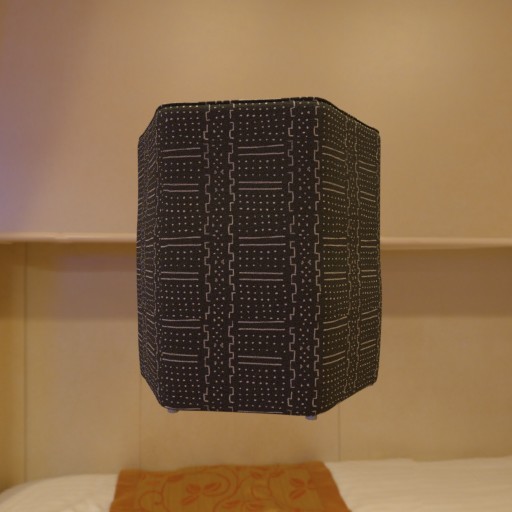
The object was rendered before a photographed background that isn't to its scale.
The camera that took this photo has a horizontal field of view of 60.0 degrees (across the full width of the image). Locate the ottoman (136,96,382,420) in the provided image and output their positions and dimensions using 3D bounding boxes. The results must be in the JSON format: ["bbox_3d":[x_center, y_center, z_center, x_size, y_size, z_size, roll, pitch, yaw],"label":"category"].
[{"bbox_3d":[0.000,0.000,0.892,0.443,0.502,0.494,0,0,37],"label":"ottoman"}]
